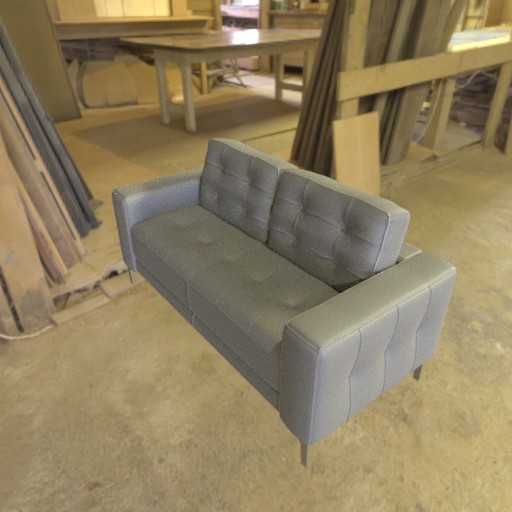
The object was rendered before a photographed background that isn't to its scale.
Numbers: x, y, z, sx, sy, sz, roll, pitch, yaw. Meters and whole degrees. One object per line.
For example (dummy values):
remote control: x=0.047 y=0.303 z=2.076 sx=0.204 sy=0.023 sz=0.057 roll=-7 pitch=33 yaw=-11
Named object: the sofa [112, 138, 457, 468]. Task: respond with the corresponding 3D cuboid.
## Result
sofa: x=0.000 y=0.000 z=2.280 sx=0.833 sy=0.893 sz=1.726 roll=-22 pitch=37 yaw=-32
